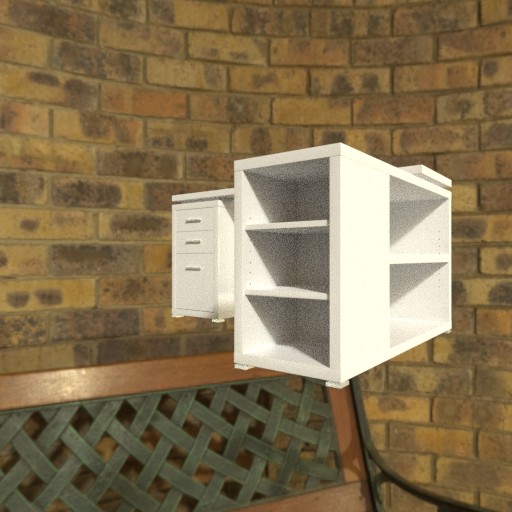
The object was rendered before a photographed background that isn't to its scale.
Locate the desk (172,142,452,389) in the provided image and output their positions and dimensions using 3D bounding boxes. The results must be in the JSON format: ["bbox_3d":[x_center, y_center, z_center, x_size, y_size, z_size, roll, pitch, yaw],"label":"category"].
[{"bbox_3d":[0.000,0.000,2.186,1.524,0.753,1.200,0,0,37],"label":"desk"}]
